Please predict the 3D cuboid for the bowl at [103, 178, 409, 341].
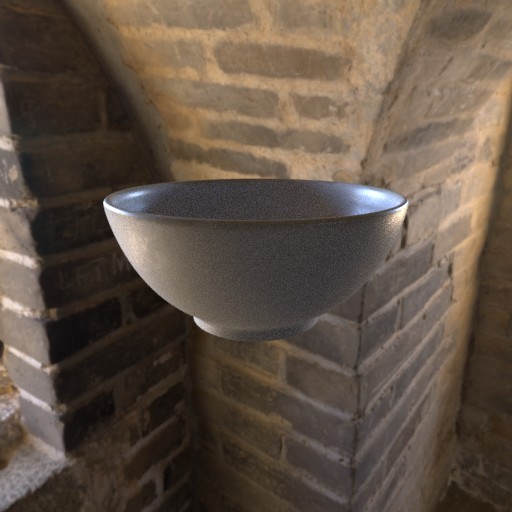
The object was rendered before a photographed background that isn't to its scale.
[{"bbox_3d":[0.000,0.000,0.426,0.268,0.121,0.268,0,16,0],"label":"bowl"}]
